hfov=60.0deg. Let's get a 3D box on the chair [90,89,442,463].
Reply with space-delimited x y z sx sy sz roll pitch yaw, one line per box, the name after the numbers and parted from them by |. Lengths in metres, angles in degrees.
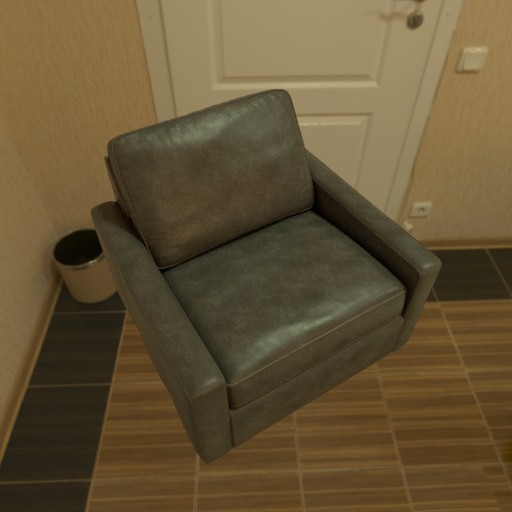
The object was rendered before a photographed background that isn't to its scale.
0.000 0.000 1.729 1.006 0.916 0.939 -24 51 -21 | chair
